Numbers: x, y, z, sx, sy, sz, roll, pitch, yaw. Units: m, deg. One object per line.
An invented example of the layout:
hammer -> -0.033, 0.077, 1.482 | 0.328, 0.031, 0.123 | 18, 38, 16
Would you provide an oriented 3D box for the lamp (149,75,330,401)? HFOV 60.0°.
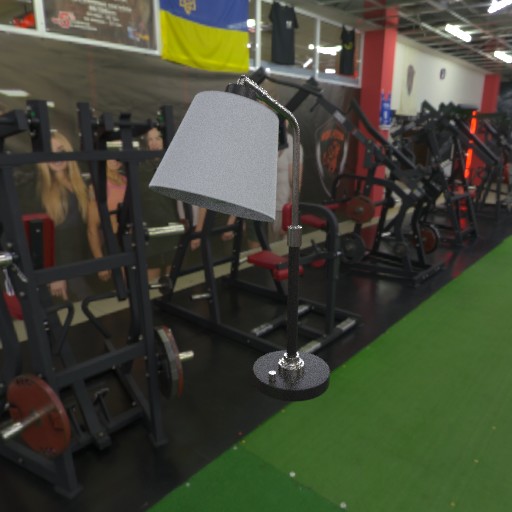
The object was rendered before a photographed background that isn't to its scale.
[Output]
lamp -> 0.000, 0.000, 0.714 | 0.181, 0.539, 0.348 | 14, 21, 41
